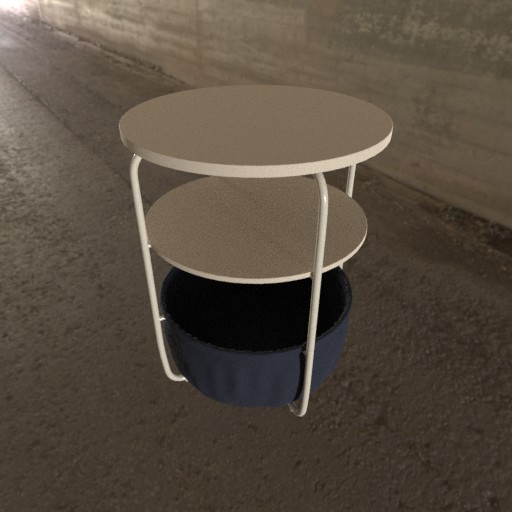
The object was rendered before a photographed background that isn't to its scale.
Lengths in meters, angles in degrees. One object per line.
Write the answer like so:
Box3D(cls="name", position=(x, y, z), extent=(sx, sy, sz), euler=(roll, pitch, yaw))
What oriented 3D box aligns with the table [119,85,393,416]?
Box3D(cls="table", position=(0.000, 0.000, 0.845), extent=(0.418, 0.532, 0.418), euler=(11, 35, 16))
